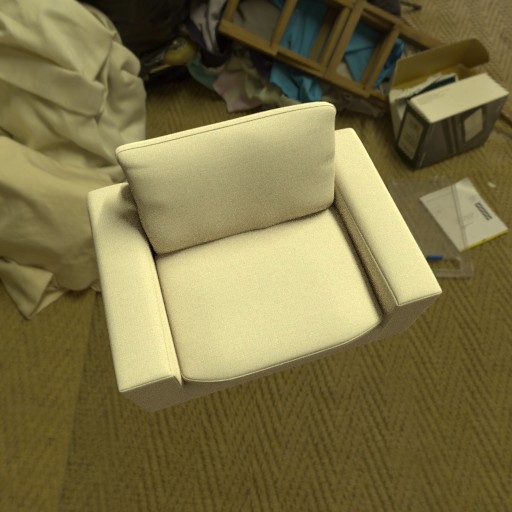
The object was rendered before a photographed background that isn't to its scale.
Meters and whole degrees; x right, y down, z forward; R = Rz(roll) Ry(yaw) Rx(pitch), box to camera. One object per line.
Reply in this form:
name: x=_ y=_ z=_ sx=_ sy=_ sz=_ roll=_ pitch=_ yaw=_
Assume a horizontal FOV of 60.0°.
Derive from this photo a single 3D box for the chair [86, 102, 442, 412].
chair: x=0.000 y=0.000 z=2.079 sx=1.398 sy=0.915 sz=1.039 roll=-16 pitch=64 yaw=-8
